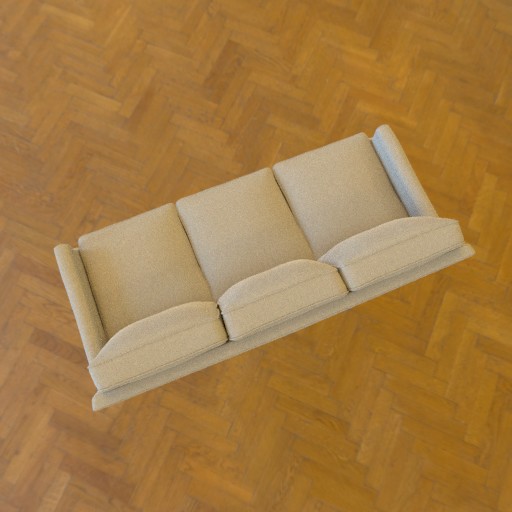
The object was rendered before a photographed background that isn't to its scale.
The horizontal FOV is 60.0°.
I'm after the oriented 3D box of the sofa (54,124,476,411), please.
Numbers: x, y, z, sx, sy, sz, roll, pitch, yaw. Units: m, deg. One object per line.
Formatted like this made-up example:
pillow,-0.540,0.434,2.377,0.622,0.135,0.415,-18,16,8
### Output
sofa,0.000,0.000,2.762,2.246,1.003,1.084,-21,76,-6
